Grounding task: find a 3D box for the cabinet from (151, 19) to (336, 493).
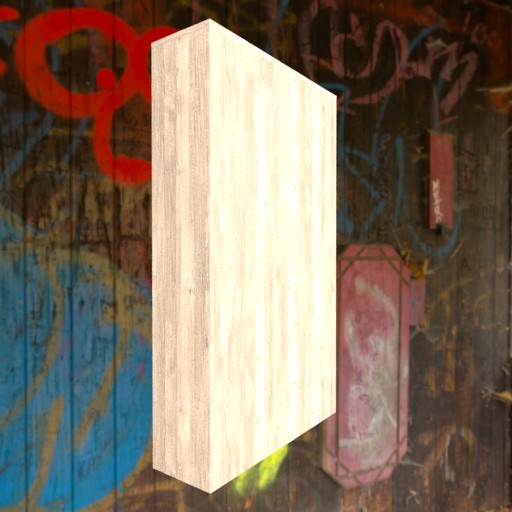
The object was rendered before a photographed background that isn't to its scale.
[{"bbox_3d":[0.000,0.000,1.569,0.250,1.280,0.750,1,1,37],"label":"cabinet"}]
